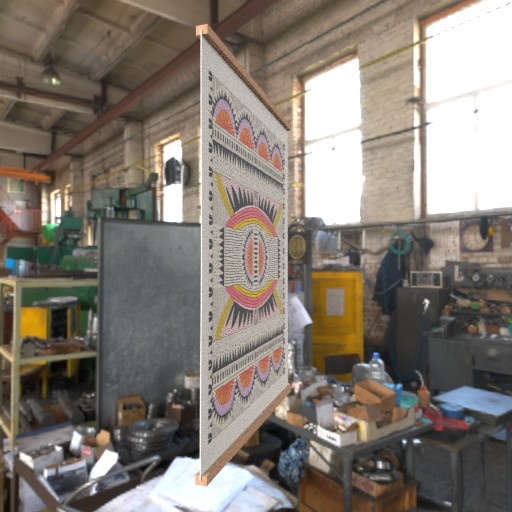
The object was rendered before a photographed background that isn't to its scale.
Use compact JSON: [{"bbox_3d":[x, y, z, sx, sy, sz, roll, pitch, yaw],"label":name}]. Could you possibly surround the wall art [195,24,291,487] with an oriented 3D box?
[{"bbox_3d":[0.000,0.000,1.337,0.028,1.016,0.765,0,-1,19],"label":"wall art"}]
